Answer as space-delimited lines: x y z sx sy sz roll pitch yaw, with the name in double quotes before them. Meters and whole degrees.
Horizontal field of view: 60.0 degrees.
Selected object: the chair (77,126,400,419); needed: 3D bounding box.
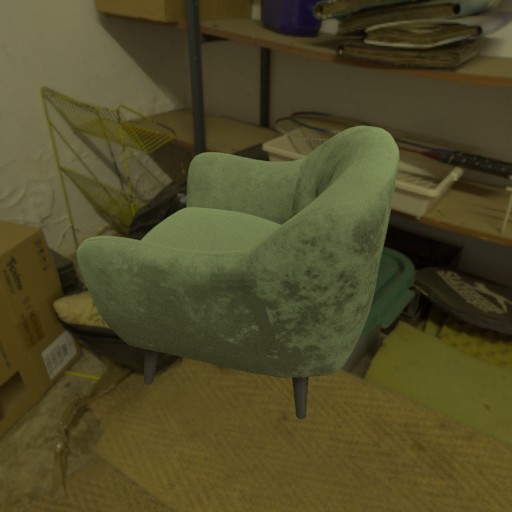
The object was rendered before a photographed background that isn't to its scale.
"chair" 0.000 0.000 1.499 0.819 0.804 0.840 8 31 14
